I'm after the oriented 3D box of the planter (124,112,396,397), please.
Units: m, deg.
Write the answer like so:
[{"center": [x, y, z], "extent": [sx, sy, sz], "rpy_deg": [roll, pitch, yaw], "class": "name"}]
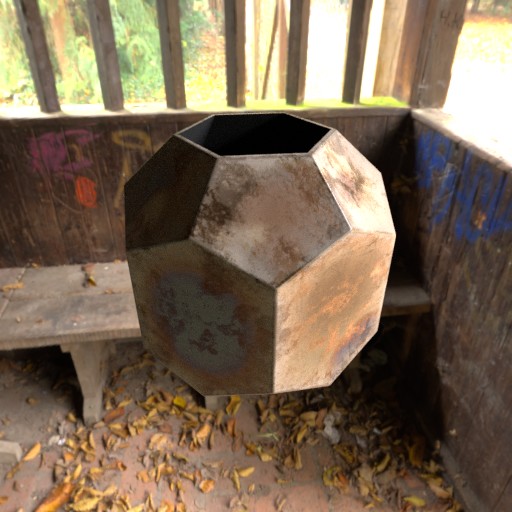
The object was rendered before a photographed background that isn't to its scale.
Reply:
[{"center": [0.000, 0.000, 0.421], "extent": [0.243, 0.238, 0.221], "rpy_deg": [-22, 38, -30], "class": "planter"}]
